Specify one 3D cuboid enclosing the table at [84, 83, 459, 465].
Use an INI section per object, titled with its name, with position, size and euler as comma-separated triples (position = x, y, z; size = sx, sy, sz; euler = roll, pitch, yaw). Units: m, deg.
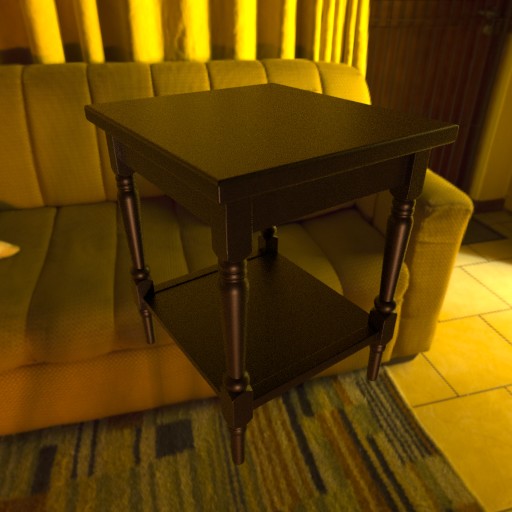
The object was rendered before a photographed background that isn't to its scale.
[table]
position = 0.000, 0.000, 0.902
size = 0.442, 0.565, 0.488
euler = -19, 36, -30
